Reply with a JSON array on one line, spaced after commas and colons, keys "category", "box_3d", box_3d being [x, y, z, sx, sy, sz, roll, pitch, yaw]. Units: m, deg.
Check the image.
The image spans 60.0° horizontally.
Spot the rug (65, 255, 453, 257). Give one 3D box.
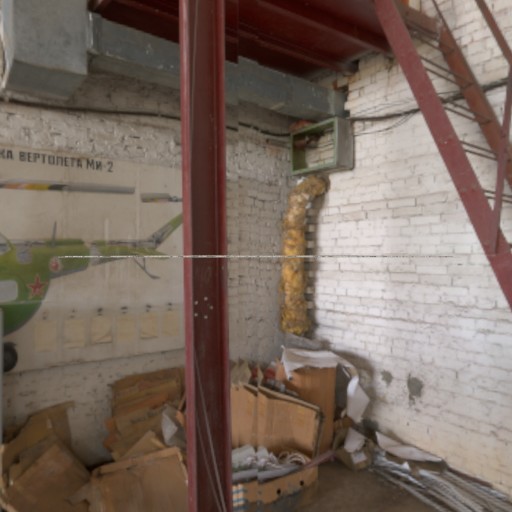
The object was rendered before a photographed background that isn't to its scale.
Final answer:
[{"category": "rug", "box_3d": [0.000, 0.000, 2.128, 1.190, 0.003, 1.634, 0, 0, -1]}]
